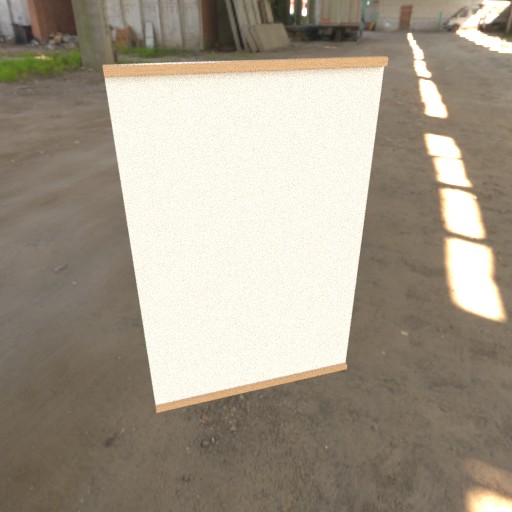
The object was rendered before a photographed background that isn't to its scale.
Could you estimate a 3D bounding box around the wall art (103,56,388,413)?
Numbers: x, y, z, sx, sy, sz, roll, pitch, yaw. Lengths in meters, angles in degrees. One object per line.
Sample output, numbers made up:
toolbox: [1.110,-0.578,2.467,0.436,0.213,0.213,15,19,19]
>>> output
wall art: [0.000,0.000,1.259,0.669,1.020,0.027,-9,30,-15]
